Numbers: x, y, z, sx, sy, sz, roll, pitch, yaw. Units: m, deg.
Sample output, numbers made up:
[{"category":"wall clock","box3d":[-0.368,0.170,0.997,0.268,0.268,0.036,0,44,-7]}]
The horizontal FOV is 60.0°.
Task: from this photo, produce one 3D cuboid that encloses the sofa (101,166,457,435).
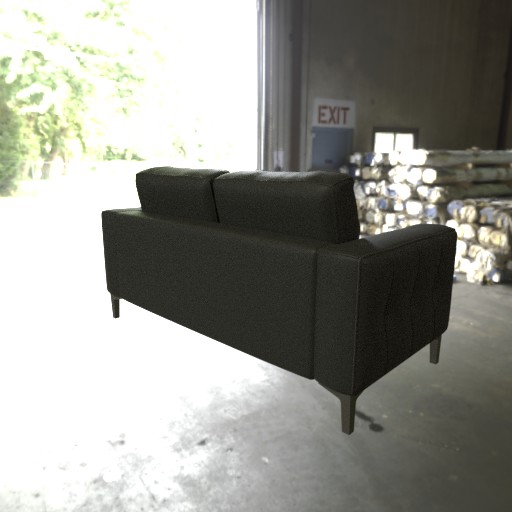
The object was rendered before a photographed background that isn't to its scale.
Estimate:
[{"category":"sofa","box3d":[0.000,0.000,2.270,1.726,0.893,0.833,12,18,43]}]
